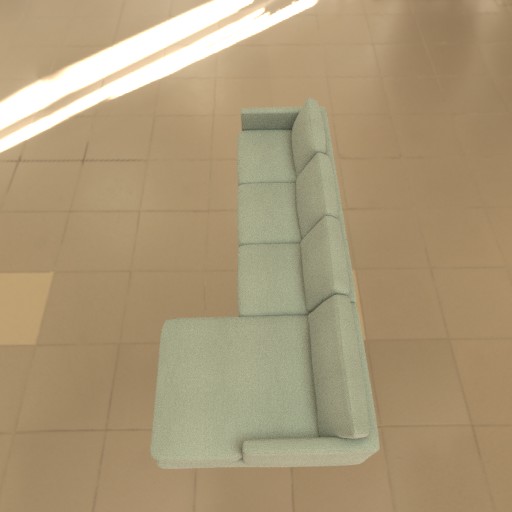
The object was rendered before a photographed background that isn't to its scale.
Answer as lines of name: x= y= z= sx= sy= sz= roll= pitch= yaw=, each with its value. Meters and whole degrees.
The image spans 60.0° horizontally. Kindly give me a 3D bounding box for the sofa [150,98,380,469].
sofa: x=0.000 y=0.000 z=4.055 sx=1.604 sy=0.950 sz=3.471 roll=-1 pitch=58 yaw=-1
